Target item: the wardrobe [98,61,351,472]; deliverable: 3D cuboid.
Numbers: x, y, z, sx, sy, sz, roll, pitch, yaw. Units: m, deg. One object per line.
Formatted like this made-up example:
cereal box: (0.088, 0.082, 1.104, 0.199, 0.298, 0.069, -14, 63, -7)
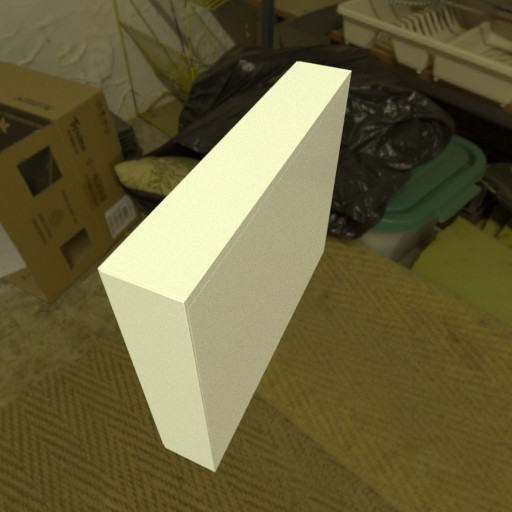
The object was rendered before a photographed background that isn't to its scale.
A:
wardrobe: (0.000, 0.000, 4.070, 0.580, 2.360, 3.000, 18, 48, 17)
